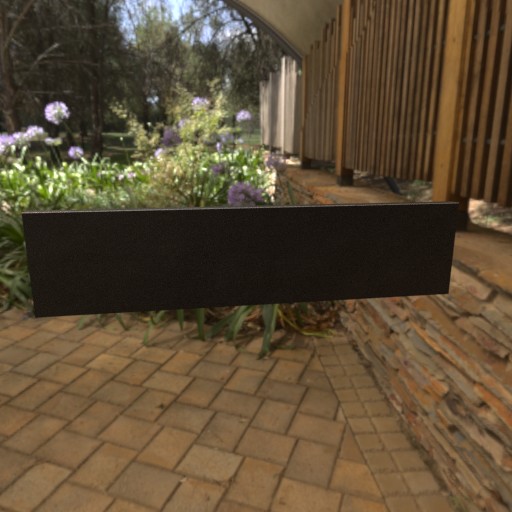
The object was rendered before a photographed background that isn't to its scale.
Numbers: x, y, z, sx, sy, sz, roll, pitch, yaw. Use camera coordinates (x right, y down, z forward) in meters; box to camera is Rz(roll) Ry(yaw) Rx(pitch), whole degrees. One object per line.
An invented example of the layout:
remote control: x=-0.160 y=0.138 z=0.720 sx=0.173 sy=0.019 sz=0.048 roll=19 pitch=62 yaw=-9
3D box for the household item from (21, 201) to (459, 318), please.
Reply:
household item: x=0.000 y=0.000 z=1.050 sx=1.001 sy=0.236 sz=0.030 roll=-2 pitch=15 yaw=-9
